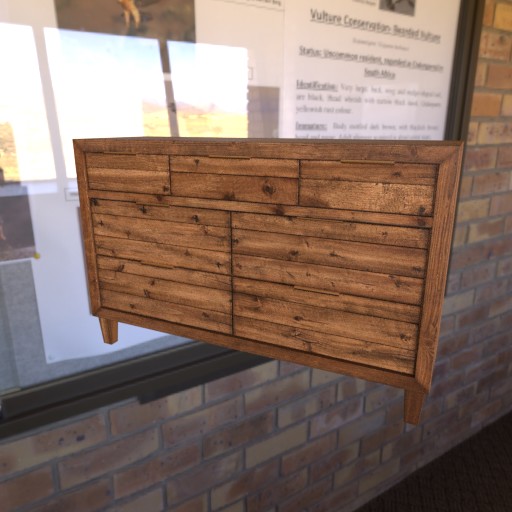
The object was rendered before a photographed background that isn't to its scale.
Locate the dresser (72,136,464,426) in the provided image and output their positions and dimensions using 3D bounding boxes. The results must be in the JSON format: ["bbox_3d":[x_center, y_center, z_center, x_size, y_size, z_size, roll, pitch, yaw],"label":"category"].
[{"bbox_3d":[0.000,0.000,1.756,1.387,0.892,0.438,8,18,24],"label":"dresser"}]
